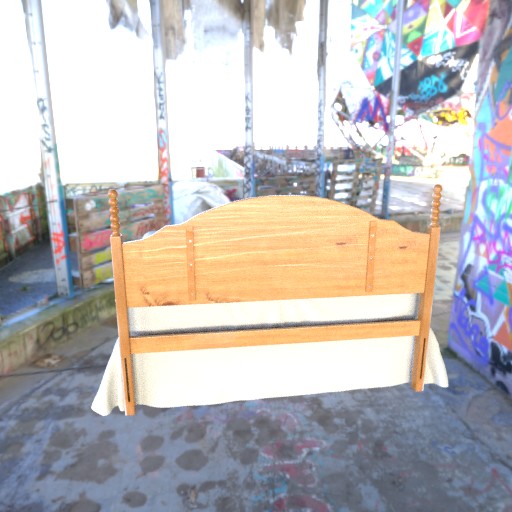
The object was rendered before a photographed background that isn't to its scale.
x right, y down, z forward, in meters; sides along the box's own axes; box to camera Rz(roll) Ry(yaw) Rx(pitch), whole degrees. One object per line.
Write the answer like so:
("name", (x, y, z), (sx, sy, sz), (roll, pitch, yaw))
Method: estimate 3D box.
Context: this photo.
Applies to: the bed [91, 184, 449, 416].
("bed", (0.000, 0.000, 3.683), (2.322, 1.355, 2.219), (-2, 15, -8))
